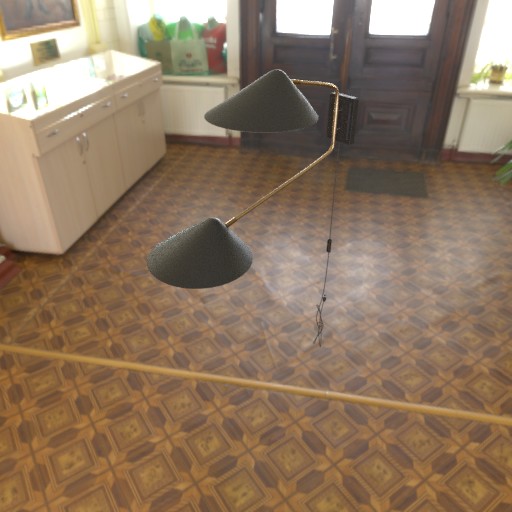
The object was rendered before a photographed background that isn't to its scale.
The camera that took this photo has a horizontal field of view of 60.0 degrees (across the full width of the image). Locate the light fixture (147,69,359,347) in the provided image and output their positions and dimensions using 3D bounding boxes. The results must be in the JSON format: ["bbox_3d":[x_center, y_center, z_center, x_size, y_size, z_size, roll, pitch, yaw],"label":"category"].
[{"bbox_3d":[0.000,0.000,0.857,0.422,0.665,0.189,-20,37,-29],"label":"light fixture"}]
